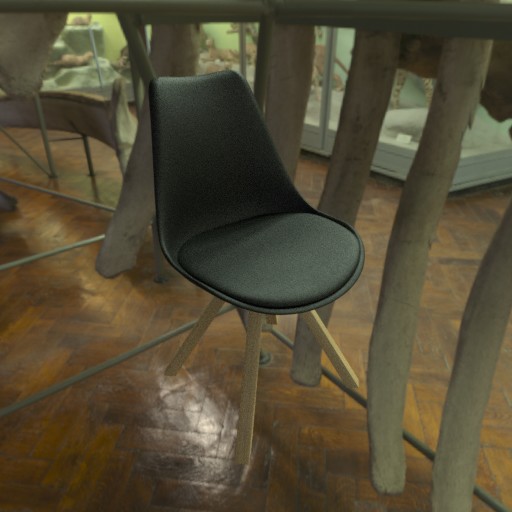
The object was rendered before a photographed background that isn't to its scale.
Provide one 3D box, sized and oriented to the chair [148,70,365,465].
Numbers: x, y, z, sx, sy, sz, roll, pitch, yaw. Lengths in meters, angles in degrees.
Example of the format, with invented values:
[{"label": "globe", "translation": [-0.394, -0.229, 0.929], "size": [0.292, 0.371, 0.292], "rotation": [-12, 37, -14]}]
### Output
[{"label": "chair", "translation": [0.000, 0.000, 1.173], "size": [0.485, 0.850, 0.549], "rotation": [-21, 36, -32]}]
